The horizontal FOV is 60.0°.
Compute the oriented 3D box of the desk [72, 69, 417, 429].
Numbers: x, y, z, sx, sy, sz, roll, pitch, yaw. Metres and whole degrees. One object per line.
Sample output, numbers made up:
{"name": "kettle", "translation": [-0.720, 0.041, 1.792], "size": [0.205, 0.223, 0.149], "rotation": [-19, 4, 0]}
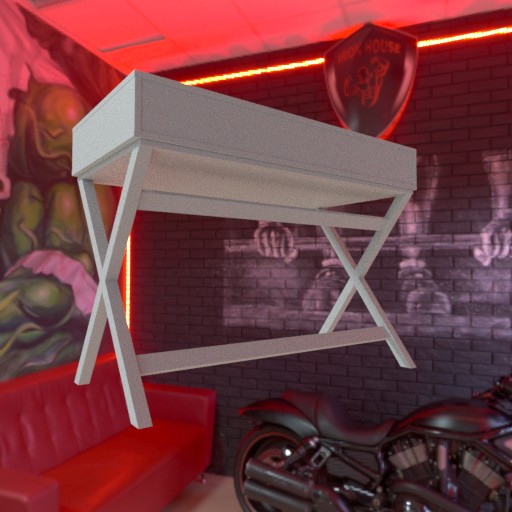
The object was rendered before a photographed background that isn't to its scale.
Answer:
{"name": "desk", "translation": [0.000, 0.000, 1.482], "size": [1.057, 0.780, 0.525], "rotation": [2, -2, -37]}
